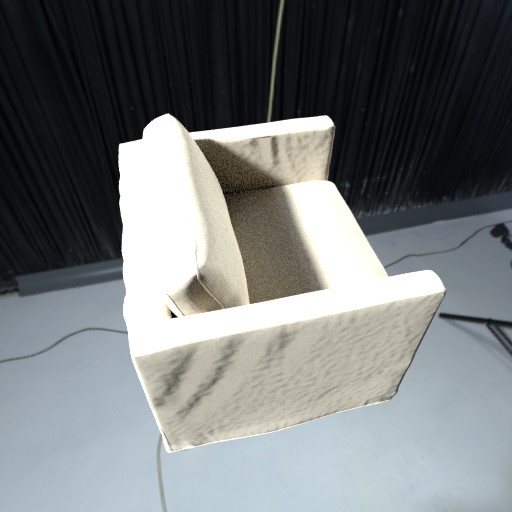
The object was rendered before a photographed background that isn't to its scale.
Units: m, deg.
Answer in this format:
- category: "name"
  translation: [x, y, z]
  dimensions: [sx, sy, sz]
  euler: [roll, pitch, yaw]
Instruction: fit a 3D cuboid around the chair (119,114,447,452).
- category: "chair"
  translation: [0.000, 0.000, 1.750]
  dimensions: [0.949, 0.867, 1.057]
  euler: [-10, 48, -9]
